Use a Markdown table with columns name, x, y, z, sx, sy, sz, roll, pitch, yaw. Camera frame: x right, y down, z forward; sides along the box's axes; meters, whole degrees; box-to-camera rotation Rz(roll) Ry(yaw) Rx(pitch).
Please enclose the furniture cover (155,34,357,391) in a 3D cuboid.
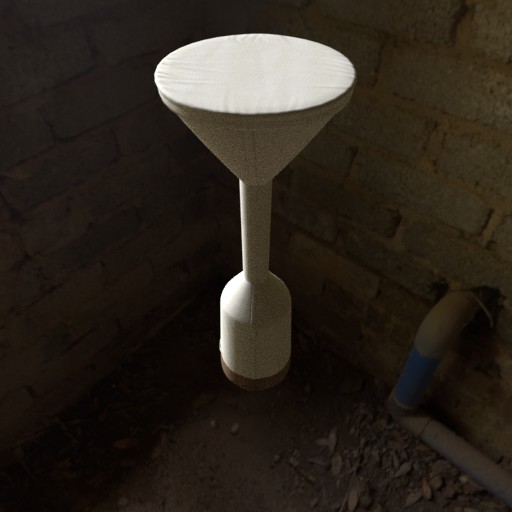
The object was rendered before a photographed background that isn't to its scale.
| name | x | y | z | sx | sy | sz | roll | pitch | yaw |
| --- | --- | --- | --- | --- | --- | --- | --- | --- | --- |
| furniture cover | 0.000 | 0.000 | 2.864 | 0.914 | 2.413 | 0.914 | 3 | 45 | 3 |
